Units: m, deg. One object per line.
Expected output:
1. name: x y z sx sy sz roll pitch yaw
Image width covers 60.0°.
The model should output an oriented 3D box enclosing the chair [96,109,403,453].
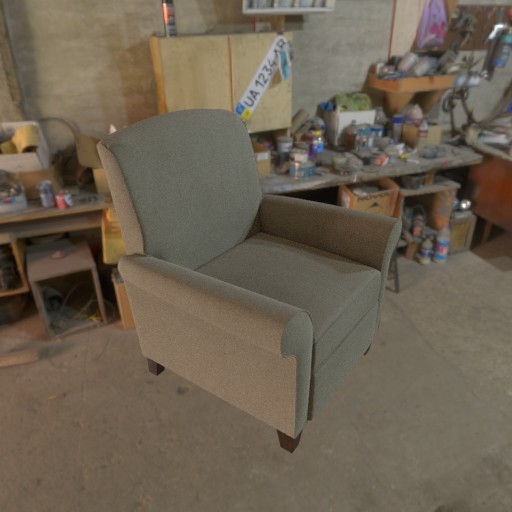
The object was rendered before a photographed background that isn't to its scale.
1. chair: 0.000 0.000 1.817 0.905 1.061 0.978 18 33 31
